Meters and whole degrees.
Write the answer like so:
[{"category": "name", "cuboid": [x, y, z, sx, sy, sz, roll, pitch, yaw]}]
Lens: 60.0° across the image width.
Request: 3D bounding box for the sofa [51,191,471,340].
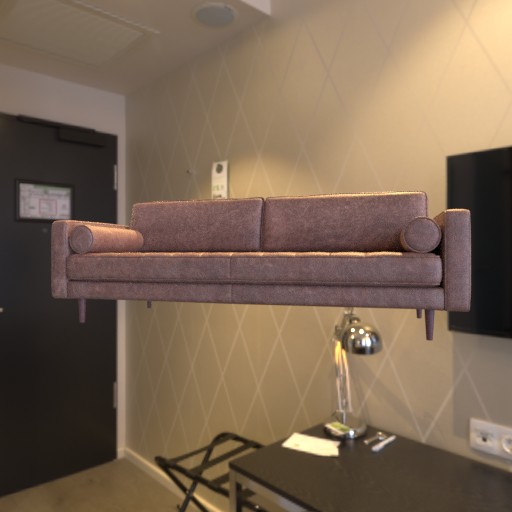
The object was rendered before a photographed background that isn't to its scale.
[{"category": "sofa", "cuboid": [0.000, 0.000, 2.627, 2.210, 0.762, 0.914, 0, 0, 17]}]
